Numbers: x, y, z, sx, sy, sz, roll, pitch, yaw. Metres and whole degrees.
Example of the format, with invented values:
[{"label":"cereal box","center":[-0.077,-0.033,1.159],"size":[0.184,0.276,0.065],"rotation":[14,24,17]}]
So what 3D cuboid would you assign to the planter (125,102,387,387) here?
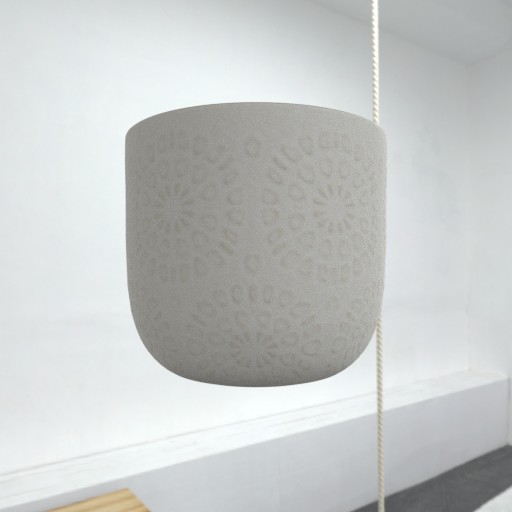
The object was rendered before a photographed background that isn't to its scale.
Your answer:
[{"label":"planter","center":[0.000,0.000,0.219],"size":[0.124,0.109,0.124],"rotation":[0,-1,0]}]
